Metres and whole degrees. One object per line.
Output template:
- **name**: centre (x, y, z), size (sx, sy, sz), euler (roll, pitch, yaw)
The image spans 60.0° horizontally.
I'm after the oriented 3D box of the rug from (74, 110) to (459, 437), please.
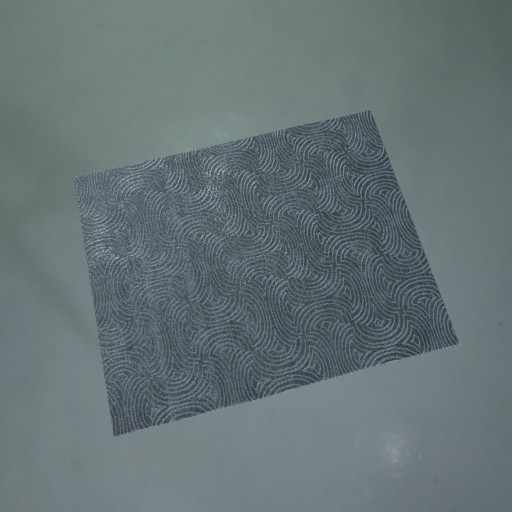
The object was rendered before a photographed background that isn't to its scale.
- **rug**: centre (0.000, 0.000, 4.097), size (3.042, 0.021, 2.456), euler (-14, 74, -4)
